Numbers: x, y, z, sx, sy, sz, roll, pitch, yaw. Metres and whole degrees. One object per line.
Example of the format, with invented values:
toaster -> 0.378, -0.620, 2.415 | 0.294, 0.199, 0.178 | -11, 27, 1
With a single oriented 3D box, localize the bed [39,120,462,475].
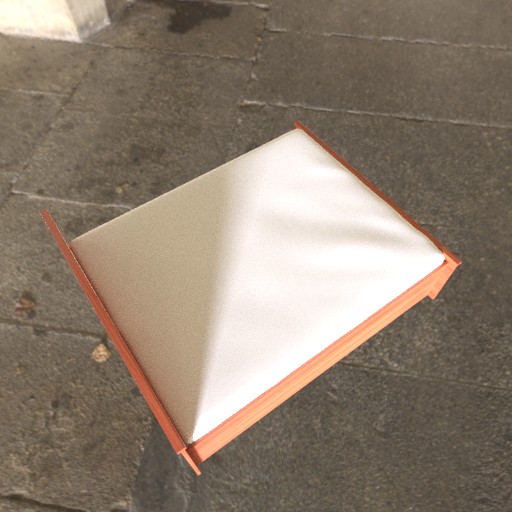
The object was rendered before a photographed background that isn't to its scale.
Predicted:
bed -> 0.000, 0.000, 2.957 | 2.053, 0.848, 1.683 | -31, 61, -19
